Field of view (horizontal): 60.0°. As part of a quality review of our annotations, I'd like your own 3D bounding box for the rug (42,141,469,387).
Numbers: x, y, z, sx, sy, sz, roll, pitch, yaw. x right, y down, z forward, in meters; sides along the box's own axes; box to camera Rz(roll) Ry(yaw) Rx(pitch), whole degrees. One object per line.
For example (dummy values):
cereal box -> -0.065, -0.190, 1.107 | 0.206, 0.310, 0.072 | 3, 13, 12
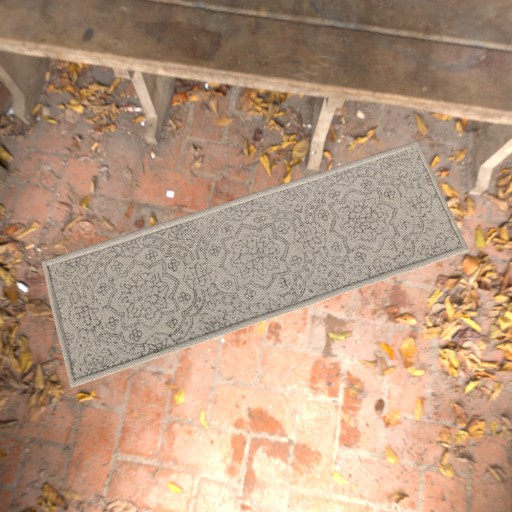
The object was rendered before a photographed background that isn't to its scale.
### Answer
rug -> 0.000, 0.000, 2.650 | 2.448, 0.012, 0.769 | -18, 77, -4
